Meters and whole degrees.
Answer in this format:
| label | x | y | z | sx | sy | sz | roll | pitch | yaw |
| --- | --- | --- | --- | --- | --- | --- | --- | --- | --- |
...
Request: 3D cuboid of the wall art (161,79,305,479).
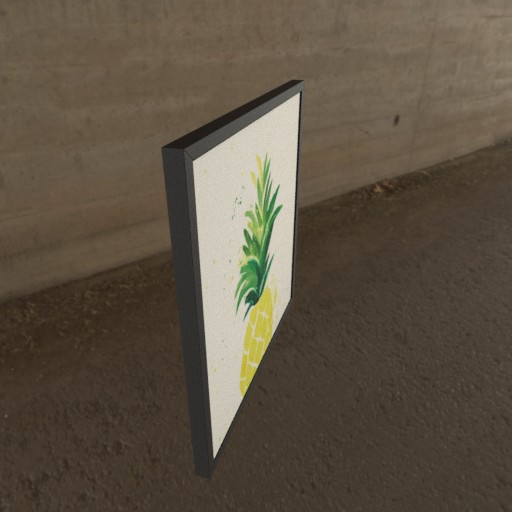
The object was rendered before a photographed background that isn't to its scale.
| label | x | y | z | sx | sy | sz | roll | pitch | yaw |
| --- | --- | --- | --- | --- | --- | --- | --- | --- | --- |
| wall art | 0.000 | 0.000 | 1.146 | 0.037 | 0.760 | 0.762 | 9 | 30 | 16 |
